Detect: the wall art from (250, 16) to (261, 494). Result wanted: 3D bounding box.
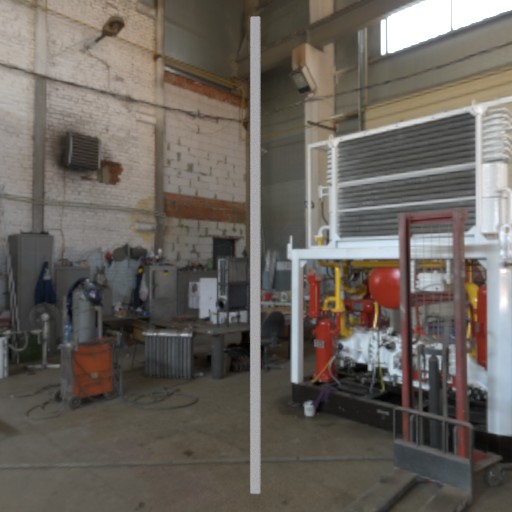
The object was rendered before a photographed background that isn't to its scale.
[{"bbox_3d":[0.000,0.000,0.677,0.012,0.529,0.374,0,-1,0],"label":"wall art"}]
